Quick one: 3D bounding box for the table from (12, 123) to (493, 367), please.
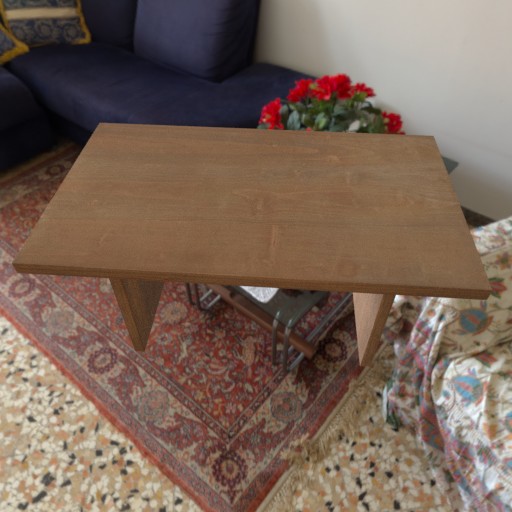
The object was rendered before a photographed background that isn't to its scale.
[{"bbox_3d":[0.000,0.000,2.084,1.609,0.780,0.946,3,46,3],"label":"table"}]
